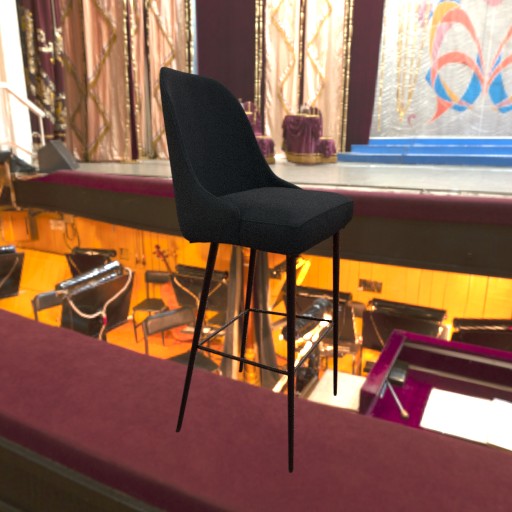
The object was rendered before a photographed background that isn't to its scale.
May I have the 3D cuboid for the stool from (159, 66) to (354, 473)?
[{"bbox_3d":[0.000,0.000,1.354,0.489,1.079,0.527,7,16,25],"label":"stool"}]
